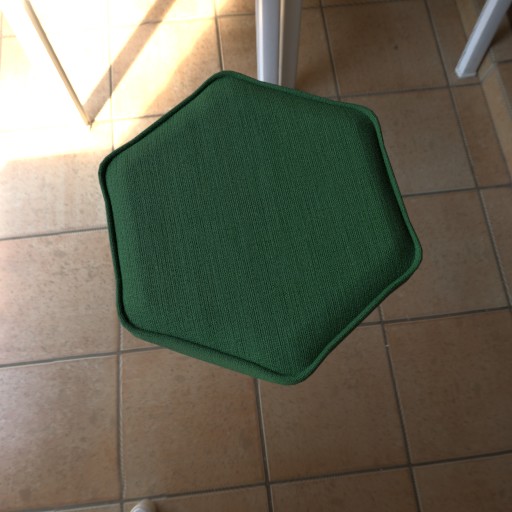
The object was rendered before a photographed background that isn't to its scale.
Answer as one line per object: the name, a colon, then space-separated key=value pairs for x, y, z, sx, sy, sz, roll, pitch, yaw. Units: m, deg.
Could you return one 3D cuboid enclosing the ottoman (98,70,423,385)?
ottoman: x=0.000 y=0.000 z=0.875 sx=0.444 sy=0.507 sz=0.499 roll=-12 pitch=75 yaw=-3
